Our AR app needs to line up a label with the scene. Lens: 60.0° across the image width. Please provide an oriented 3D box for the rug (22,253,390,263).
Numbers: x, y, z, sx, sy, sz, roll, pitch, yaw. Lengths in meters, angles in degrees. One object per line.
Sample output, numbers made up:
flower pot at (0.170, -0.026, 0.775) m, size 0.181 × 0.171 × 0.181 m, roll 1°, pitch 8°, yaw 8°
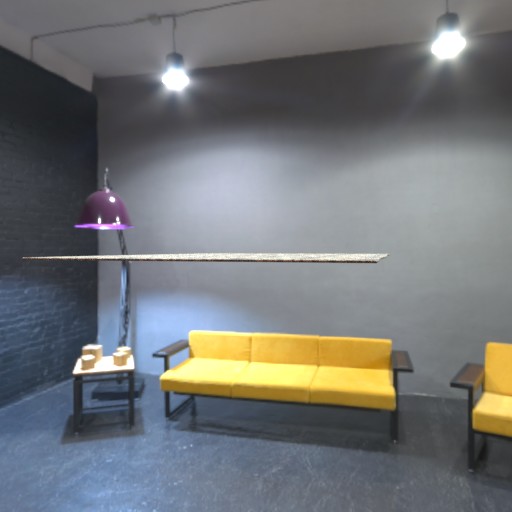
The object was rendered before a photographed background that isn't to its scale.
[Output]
rug at (0.000, 0.000, 2.965) m, size 1.676 × 0.013 × 2.261 m, roll 0°, pitch 1°, yaw 18°
